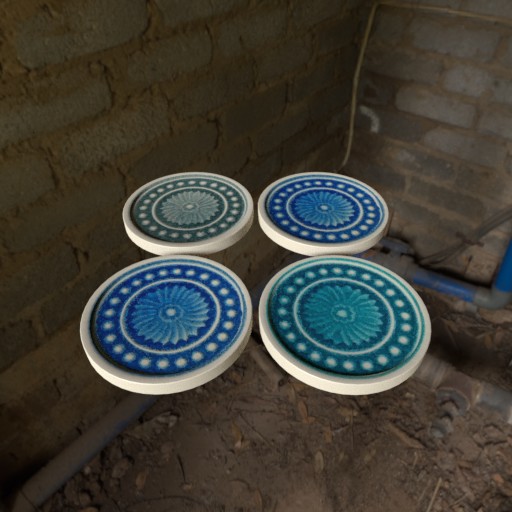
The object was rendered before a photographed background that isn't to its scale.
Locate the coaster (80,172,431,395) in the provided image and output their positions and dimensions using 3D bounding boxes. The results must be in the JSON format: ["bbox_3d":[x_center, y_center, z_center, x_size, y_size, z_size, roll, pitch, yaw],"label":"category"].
[{"bbox_3d":[0.000,0.000,0.330,0.220,0.010,0.224,0,42,0],"label":"coaster"}]
